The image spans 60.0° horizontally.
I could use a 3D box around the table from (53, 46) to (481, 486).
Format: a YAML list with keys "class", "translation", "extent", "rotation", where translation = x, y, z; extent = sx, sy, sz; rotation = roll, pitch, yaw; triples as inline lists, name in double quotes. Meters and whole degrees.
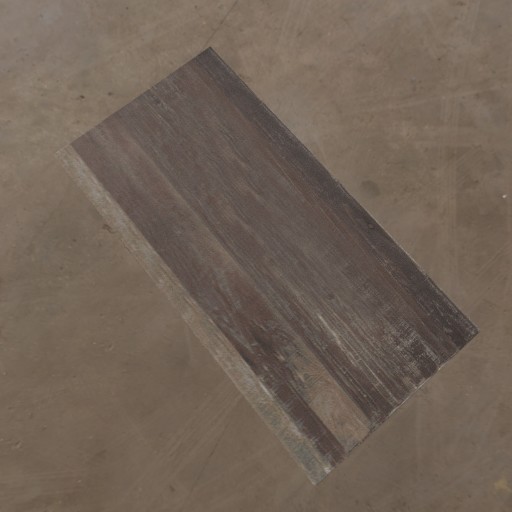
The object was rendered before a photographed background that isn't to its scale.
- class: "table"
  translation: [0.000, 0.000, 1.346]
  extent: [0.554, 0.373, 1.088]
  rotation: [-39, 79, -9]
